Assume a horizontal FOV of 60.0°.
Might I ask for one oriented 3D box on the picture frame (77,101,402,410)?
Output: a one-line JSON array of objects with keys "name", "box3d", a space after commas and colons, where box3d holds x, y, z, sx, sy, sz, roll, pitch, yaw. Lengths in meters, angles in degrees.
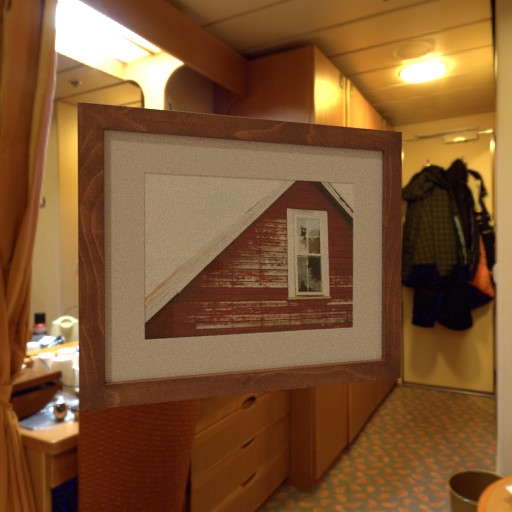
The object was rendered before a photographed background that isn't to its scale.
[{"name": "picture frame", "box3d": [0.000, 0.000, 0.752, 0.559, 0.457, 0.025, 0, 1, -18]}]
